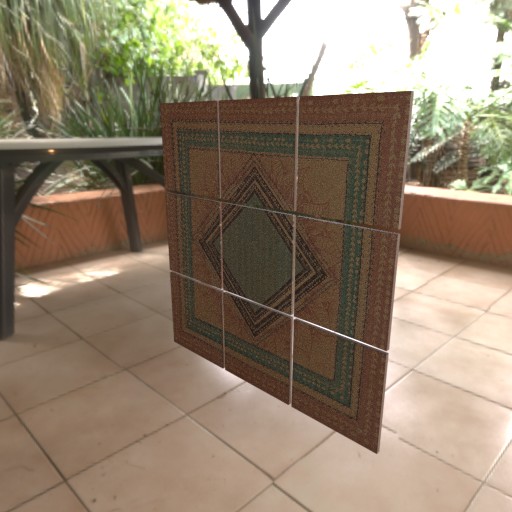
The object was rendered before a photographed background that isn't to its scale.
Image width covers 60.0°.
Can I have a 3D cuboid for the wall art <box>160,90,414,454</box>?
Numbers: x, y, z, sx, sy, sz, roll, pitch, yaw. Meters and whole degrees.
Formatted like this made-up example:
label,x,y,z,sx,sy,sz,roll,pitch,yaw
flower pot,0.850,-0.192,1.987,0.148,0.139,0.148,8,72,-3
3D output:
label,x,y,z,sx,sy,sz,roll,pitch,yaw
wall art,0.000,0.000,1.365,0.915,0.914,0.013,16,23,42
